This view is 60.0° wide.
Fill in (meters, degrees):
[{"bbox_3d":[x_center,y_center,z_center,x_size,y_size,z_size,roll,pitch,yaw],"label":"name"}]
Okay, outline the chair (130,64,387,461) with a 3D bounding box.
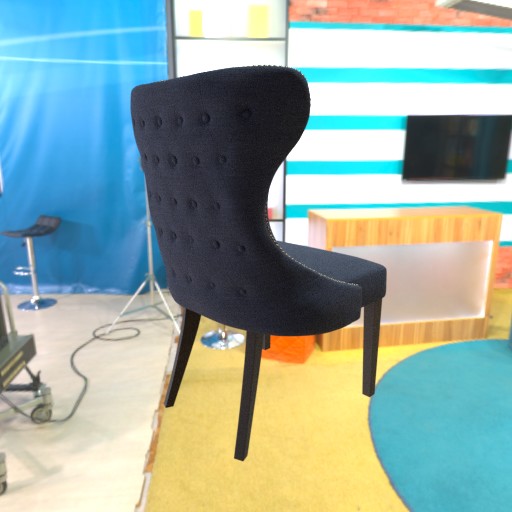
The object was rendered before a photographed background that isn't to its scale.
[{"bbox_3d":[0.000,0.000,1.332,0.635,0.967,0.628,-13,19,-43],"label":"chair"}]
